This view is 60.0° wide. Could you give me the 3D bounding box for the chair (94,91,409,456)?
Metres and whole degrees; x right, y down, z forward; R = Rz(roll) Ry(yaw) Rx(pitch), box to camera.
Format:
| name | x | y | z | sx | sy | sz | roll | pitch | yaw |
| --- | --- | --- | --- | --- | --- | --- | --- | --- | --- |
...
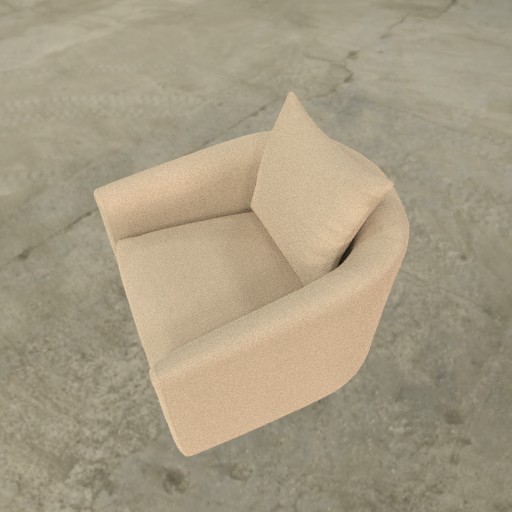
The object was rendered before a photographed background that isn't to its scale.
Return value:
| name | x | y | z | sx | sy | sz | roll | pitch | yaw |
| --- | --- | --- | --- | --- | --- | --- | --- | --- | --- |
| chair | 0.000 | 0.000 | 1.549 | 0.910 | 0.848 | 0.845 | -18 | 49 | -16 |
